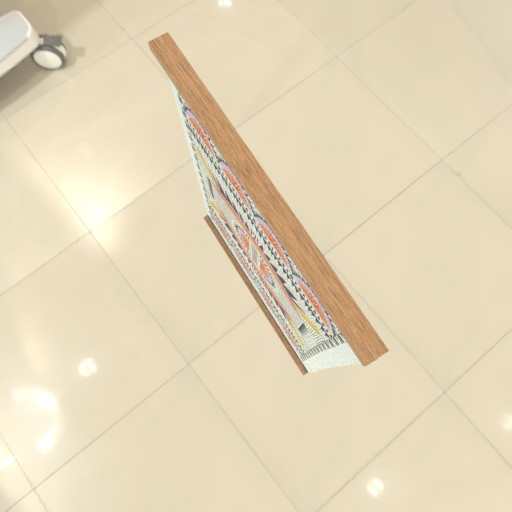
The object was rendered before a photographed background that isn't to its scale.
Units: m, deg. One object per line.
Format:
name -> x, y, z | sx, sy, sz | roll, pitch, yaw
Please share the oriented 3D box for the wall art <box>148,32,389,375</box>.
wall art -> 0.000, 0.000, 0.783 | 0.028, 0.609, 0.456 | -31, 76, -8
